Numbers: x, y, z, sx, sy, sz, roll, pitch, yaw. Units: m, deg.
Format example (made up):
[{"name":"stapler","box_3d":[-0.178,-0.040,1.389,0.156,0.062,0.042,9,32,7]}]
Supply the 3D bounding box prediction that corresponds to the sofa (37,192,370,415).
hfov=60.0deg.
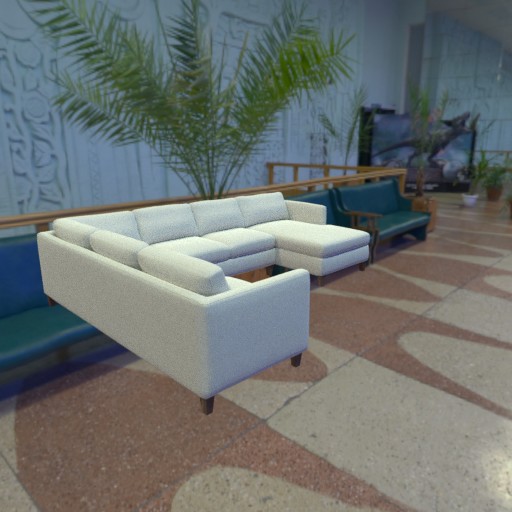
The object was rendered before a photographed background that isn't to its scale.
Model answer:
[{"name":"sofa","box_3d":[0.000,0.000,4.345,3.238,0.853,2.551,-14,21,-42]}]
